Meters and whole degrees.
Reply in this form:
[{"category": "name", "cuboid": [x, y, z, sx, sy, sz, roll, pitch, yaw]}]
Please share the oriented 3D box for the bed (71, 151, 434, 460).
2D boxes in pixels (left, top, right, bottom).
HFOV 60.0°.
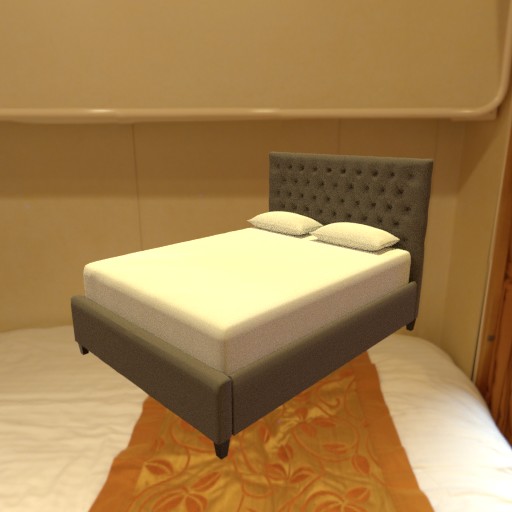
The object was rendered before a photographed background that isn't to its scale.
[{"category": "bed", "cuboid": [0.000, 0.000, 3.387, 1.696, 1.426, 2.233, 15, 22, 42]}]
